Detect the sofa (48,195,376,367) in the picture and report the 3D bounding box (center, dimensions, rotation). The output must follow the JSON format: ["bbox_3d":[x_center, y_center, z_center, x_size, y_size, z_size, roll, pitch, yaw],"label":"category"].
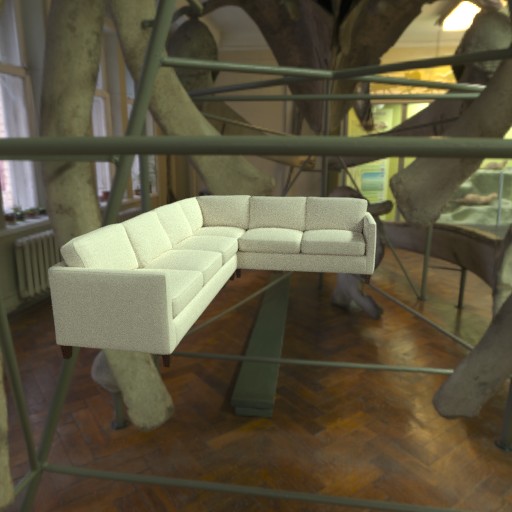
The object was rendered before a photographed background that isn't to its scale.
[{"bbox_3d":[0.000,0.000,4.599,2.593,0.947,3.302,2,14,9],"label":"sofa"}]
